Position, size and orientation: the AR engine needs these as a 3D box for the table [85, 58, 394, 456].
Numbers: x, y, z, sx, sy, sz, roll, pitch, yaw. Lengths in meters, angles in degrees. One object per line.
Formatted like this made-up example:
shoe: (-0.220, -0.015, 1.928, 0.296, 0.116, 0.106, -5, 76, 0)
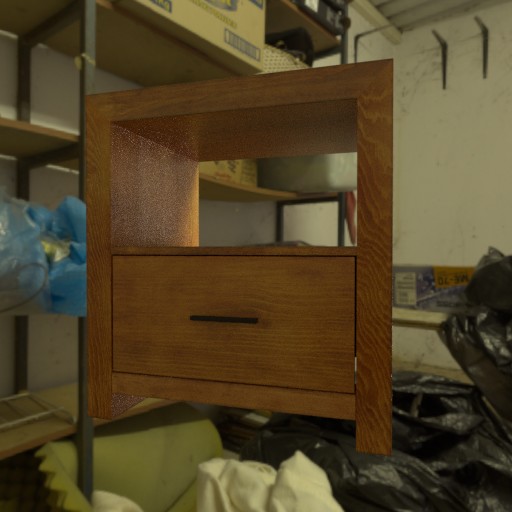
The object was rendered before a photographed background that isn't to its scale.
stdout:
table: (0.000, 0.000, 0.936, 0.550, 0.605, 0.400, 0, 1, 17)
